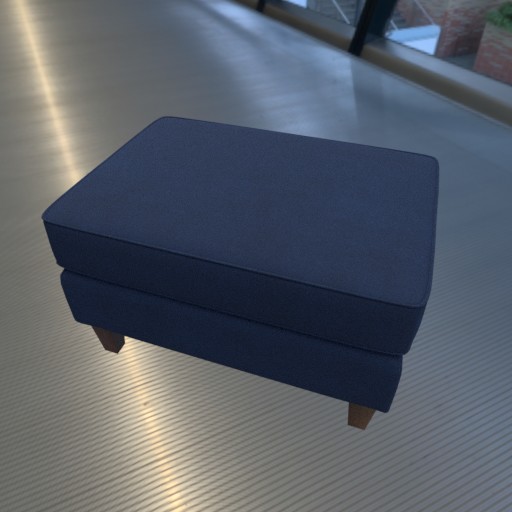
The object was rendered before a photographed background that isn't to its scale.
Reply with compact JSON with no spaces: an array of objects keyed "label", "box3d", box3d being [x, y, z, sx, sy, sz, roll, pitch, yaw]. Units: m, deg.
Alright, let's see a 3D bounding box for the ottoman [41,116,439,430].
[{"label":"ottoman","box3d":[0.000,0.000,1.392,0.965,0.584,0.686,13,42,14]}]
